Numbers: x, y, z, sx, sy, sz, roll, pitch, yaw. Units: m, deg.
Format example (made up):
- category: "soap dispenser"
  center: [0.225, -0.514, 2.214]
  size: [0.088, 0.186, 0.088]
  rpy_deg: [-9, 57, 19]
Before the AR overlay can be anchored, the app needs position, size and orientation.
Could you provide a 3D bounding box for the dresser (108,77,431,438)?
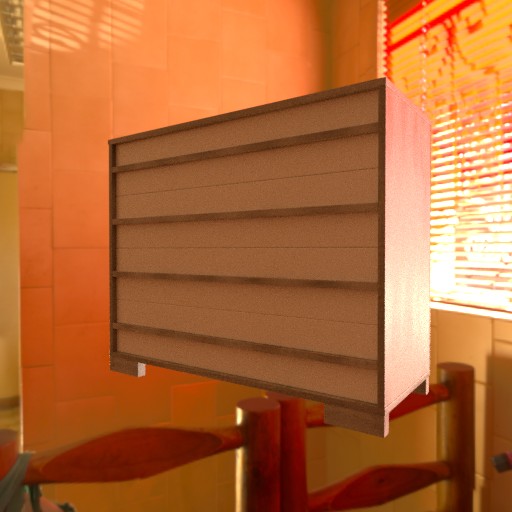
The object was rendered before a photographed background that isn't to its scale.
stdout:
- category: "dresser"
  center: [0.000, 0.000, 1.448]
  size: [0.994, 0.816, 0.404]
  rpy_deg: [1, 1, 35]
